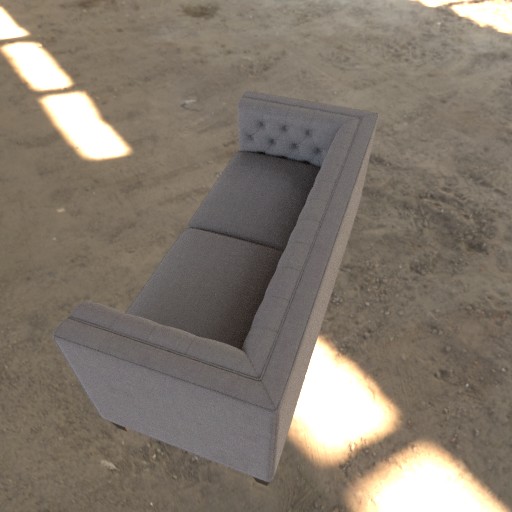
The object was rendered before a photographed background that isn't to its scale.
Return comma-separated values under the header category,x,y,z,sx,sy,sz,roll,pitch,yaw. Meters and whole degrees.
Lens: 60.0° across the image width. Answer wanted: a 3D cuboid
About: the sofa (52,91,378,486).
category,x,y,z,sx,sy,sz,roll,pitch,yaw
sofa,0.000,0.000,2.177,0.775,0.762,1.778,15,48,13
